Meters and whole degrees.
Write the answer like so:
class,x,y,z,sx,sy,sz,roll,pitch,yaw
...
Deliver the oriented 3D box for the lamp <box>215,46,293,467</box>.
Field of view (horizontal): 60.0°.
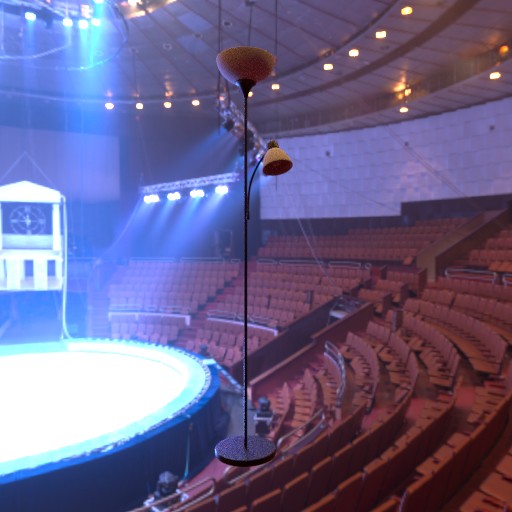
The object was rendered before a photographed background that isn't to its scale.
class,x,y,z,sx,sy,sz,roll,pitch,yaw
lamp,0.000,0.000,1.964,0.279,1.804,0.442,0,-1,-34
